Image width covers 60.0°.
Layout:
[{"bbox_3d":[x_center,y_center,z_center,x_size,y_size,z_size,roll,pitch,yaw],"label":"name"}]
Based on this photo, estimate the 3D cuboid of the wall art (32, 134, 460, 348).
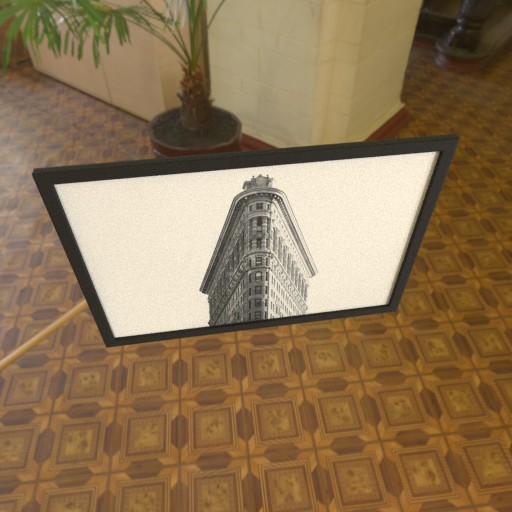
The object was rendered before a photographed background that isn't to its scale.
[{"bbox_3d":[0.000,0.000,1.231,0.964,0.659,0.049,-5,46,-5],"label":"wall art"}]
